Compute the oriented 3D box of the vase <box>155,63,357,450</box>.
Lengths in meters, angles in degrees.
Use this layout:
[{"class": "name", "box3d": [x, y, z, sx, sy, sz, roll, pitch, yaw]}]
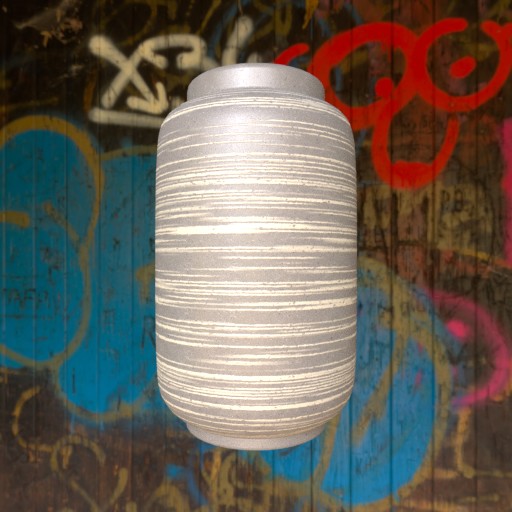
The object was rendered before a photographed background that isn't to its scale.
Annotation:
[{"class": "vase", "box3d": [0.000, 0.000, 0.668, 0.297, 0.499, 0.297, 0, 0, 0]}]
